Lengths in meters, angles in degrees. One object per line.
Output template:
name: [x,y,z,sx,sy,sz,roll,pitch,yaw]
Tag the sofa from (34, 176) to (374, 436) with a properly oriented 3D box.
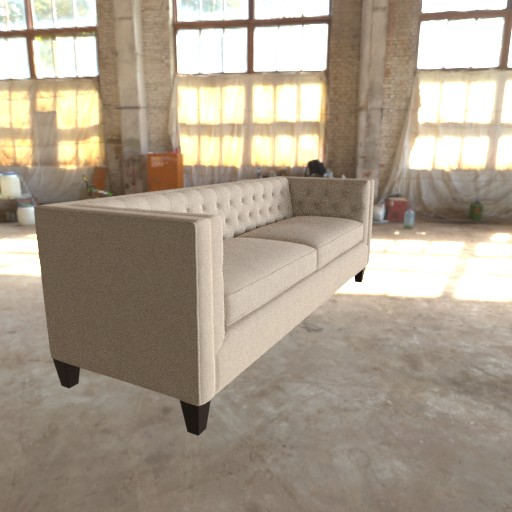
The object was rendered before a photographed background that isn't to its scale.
sofa: [0.000,0.000,2.508,0.775,0.762,2.159,7,15,28]
